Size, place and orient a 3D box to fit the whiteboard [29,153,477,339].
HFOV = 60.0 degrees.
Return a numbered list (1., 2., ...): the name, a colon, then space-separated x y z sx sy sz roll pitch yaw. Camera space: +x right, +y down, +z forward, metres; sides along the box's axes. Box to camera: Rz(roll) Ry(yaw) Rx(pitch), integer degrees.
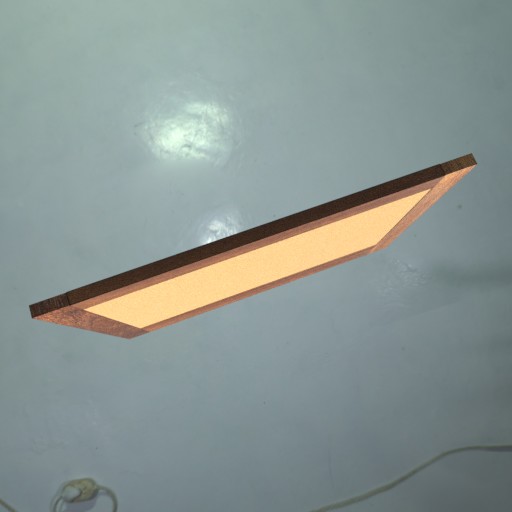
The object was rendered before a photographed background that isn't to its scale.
1. whiteboard: 0.000 0.000 1.013 0.783 0.559 0.083 -19 77 -5
